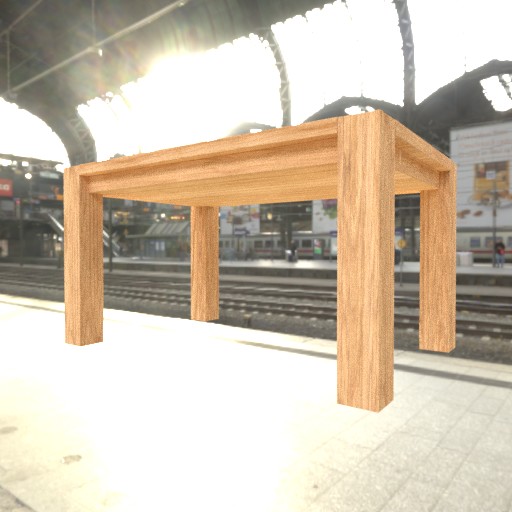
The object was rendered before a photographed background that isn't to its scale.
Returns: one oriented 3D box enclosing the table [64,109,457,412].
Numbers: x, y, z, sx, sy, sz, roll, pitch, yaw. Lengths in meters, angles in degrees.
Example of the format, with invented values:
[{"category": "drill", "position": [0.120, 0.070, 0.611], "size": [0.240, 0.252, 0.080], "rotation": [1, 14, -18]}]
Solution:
[{"category": "table", "position": [0.000, 0.000, 1.877], "size": [1.400, 0.760, 0.900], "rotation": [1, 1, 35]}]
